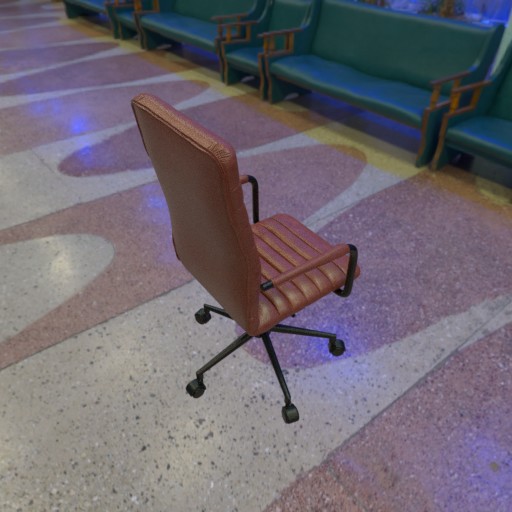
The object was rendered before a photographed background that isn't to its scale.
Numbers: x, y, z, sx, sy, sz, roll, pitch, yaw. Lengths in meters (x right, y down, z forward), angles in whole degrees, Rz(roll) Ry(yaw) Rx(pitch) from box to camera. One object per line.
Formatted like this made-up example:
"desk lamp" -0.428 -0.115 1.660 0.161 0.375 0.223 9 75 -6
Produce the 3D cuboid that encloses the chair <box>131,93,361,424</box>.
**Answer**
"chair" 0.000 0.000 1.351 0.580 0.979 0.608 -25 46 -27
